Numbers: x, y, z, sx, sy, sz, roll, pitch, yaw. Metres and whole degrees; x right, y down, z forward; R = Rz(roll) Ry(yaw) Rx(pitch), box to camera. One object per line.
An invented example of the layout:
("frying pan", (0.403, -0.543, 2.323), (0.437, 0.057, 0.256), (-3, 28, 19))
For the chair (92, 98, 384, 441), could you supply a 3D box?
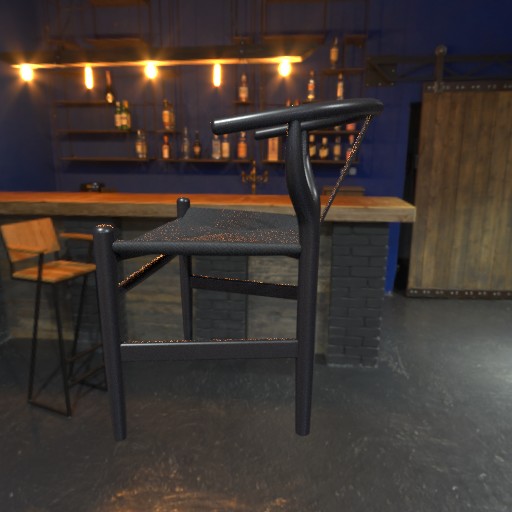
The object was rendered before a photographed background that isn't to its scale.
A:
("chair", (0.000, 0.000, 1.122), (0.579, 0.730, 0.569), (2, 14, 8))
